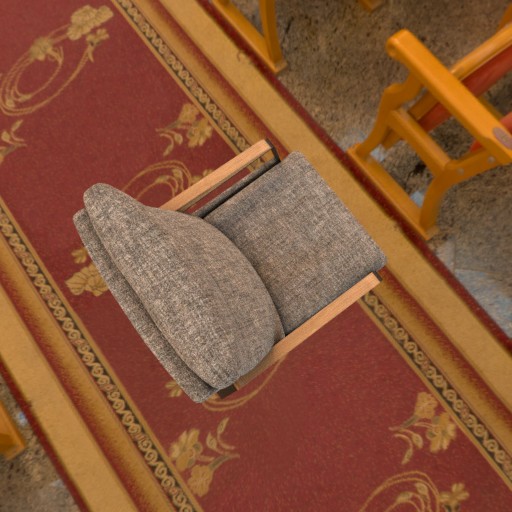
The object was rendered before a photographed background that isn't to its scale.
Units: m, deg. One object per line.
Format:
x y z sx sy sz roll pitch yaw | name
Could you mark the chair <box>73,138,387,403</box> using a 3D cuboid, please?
0.000 0.000 1.586 0.868 1.042 0.671 -35 79 -8 | chair
